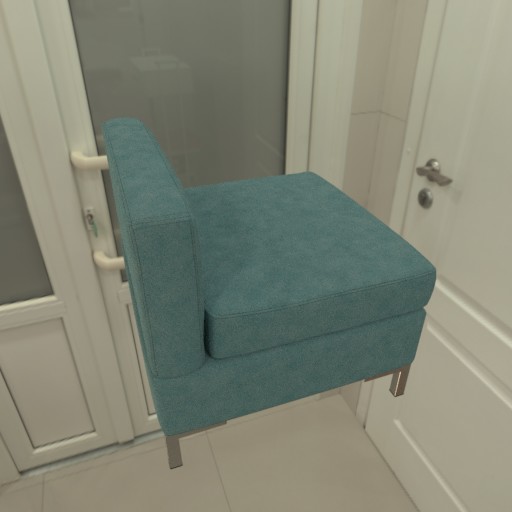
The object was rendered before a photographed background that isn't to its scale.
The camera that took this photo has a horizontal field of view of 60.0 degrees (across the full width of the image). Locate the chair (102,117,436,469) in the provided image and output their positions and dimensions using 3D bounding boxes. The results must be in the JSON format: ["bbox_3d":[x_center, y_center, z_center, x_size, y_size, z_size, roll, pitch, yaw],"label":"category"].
[{"bbox_3d":[0.000,0.000,1.216,0.685,0.660,0.684,-11,33,-17],"label":"chair"}]
